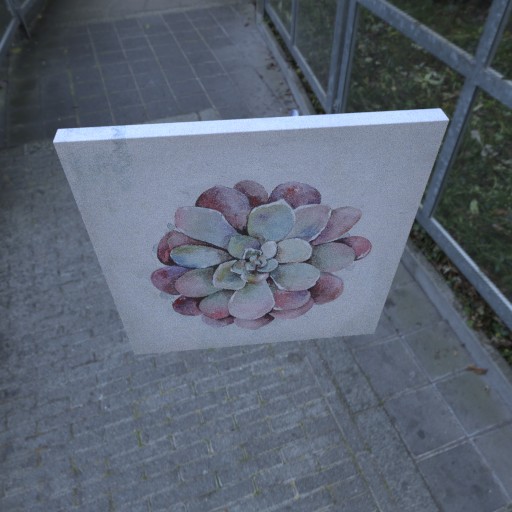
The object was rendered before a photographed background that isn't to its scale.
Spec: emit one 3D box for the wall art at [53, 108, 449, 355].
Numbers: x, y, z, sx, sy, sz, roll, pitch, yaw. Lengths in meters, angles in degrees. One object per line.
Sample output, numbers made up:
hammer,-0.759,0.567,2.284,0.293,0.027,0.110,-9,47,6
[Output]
wall art,0.000,0.000,0.908,0.605,0.605,0.044,-4,47,-4
